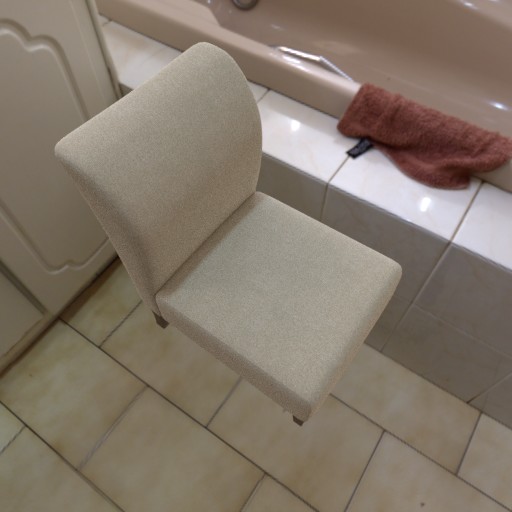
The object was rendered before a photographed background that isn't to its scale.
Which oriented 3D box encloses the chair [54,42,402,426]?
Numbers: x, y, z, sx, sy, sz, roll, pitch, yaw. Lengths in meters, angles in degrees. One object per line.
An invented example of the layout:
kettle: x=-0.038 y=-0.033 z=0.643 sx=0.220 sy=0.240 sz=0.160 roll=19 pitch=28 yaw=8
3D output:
chair: x=0.000 y=0.000 z=1.294 sx=0.754 sy=0.833 sz=0.521 roll=32 pitch=63 yaw=19
